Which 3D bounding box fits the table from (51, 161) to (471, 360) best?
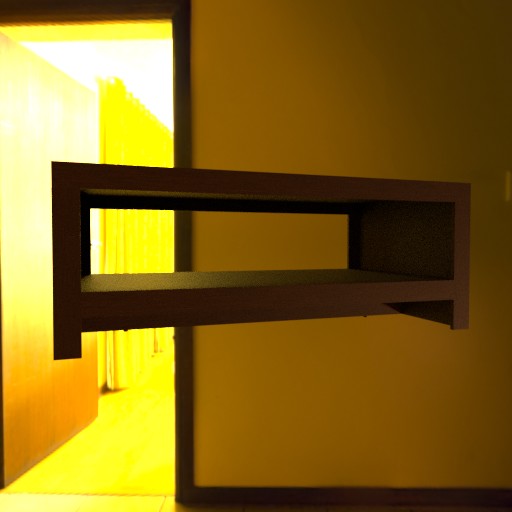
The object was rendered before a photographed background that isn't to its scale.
[{"bbox_3d":[0.000,0.000,1.386,1.099,0.424,0.597,-1,2,-18],"label":"table"}]
